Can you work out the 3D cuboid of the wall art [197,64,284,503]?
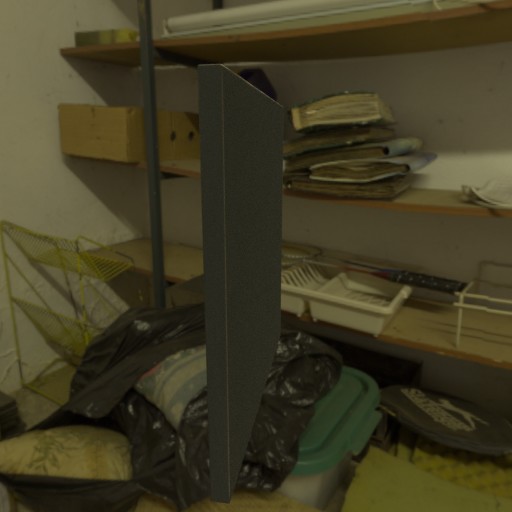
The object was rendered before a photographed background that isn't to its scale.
[{"bbox_3d":[0.000,0.000,0.438,0.015,0.303,0.304,3,14,10],"label":"wall art"}]
